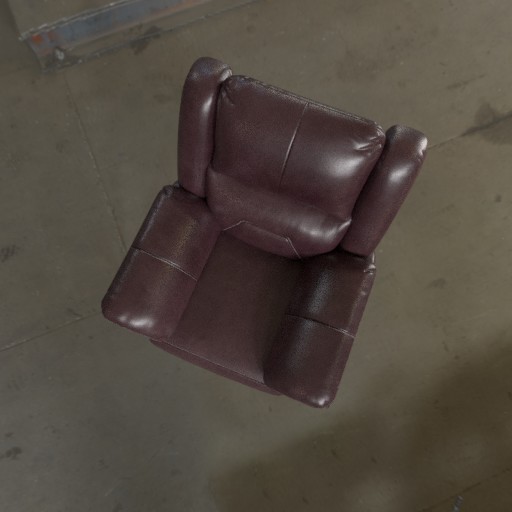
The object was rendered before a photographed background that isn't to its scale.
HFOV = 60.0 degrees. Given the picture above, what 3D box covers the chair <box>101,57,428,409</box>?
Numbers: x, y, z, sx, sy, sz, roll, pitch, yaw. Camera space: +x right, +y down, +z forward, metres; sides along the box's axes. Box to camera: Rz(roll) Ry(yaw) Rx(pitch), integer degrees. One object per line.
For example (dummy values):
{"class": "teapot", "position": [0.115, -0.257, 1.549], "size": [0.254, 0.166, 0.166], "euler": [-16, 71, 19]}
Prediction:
{"class": "chair", "position": [0.000, 0.000, 1.886], "size": [0.990, 1.093, 1.041], "euler": [21, 77, 5]}
